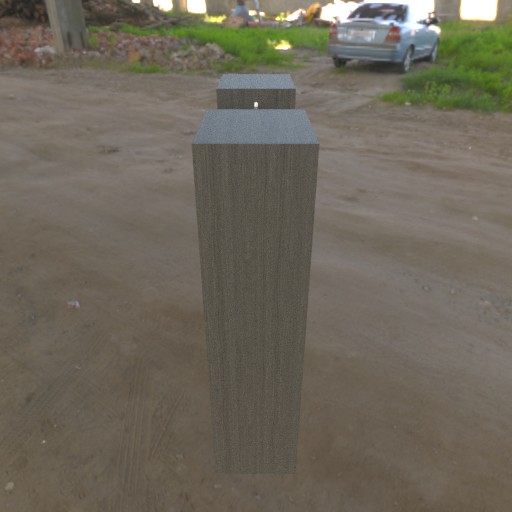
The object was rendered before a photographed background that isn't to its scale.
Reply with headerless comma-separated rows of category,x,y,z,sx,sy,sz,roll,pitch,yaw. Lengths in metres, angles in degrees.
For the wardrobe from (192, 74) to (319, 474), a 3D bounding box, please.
wardrobe,0.000,0.000,2.928,0.480,2.000,1.770,0,30,0
